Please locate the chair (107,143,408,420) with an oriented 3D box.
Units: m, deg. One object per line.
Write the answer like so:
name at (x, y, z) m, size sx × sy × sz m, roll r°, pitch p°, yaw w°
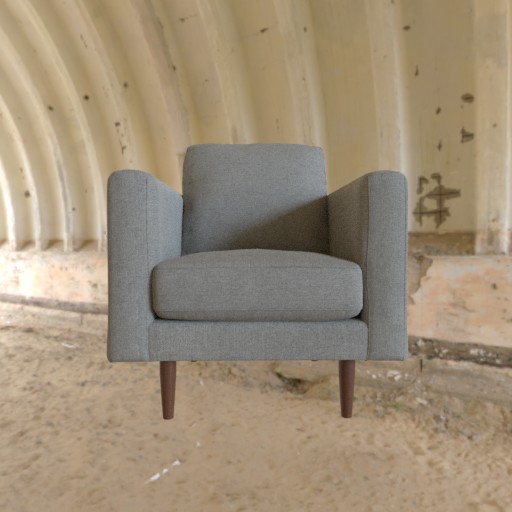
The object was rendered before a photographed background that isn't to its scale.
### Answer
chair at (0.000, 0.000, 1.597) m, size 0.855 × 0.927 × 0.800 m, roll 0°, pitch 2°, yaw -1°
